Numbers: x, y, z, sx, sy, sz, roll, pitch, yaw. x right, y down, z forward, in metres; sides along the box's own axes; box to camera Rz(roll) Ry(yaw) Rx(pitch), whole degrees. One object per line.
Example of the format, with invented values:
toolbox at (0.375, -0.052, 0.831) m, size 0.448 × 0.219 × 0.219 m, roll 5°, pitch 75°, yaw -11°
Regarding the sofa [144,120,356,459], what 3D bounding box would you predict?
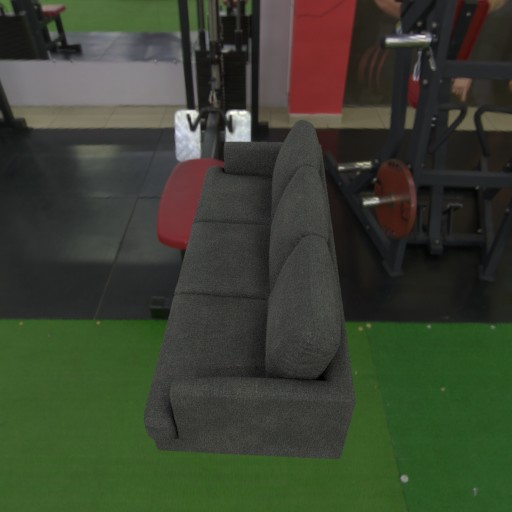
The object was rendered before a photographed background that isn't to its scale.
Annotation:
sofa at (0.000, 0.000, 2.732) m, size 0.903 × 0.930 × 2.246 m, roll 2°, pitch 41°, yaw 2°
